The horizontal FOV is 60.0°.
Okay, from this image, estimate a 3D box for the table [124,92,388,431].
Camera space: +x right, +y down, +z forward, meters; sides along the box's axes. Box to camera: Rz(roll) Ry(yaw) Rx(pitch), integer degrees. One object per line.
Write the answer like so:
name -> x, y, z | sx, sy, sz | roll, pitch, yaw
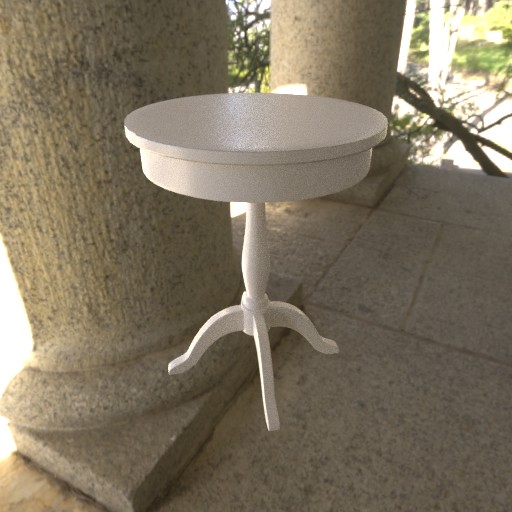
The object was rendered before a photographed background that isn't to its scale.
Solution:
table -> 0.000, 0.000, 1.049 | 0.513, 0.653, 0.513 | 0, 30, 0
